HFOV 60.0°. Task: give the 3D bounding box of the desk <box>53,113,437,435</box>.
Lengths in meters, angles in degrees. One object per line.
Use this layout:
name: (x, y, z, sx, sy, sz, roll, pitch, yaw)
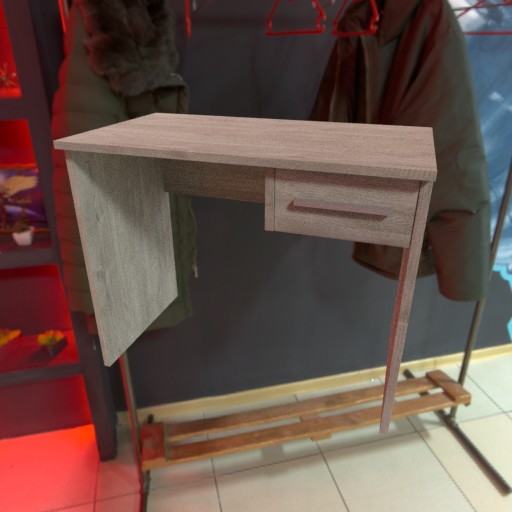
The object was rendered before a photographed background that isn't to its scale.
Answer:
desk: (0.000, 0.000, 1.339, 0.893, 0.724, 0.498, 8, 27, 17)
